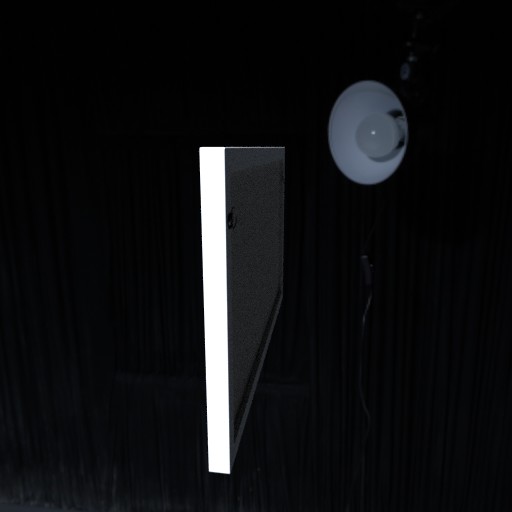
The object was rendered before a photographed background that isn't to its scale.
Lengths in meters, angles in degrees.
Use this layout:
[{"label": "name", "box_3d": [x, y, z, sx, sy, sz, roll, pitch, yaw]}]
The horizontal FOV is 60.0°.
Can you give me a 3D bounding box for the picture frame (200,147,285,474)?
[{"label": "picture frame", "box_3d": [0.000, 0.000, 0.796, 0.044, 0.379, 0.647, 2, 14, 9]}]
